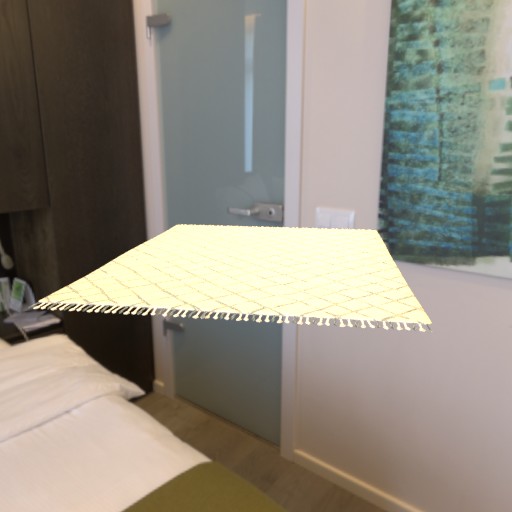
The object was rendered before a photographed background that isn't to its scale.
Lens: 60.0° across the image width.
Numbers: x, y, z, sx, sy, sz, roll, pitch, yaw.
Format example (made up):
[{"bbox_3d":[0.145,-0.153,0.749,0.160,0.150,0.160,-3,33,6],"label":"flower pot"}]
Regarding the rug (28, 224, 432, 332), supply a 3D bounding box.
[{"bbox_3d":[0.000,0.000,4.771,2.892,0.036,3.585,2,14,8],"label":"rug"}]
